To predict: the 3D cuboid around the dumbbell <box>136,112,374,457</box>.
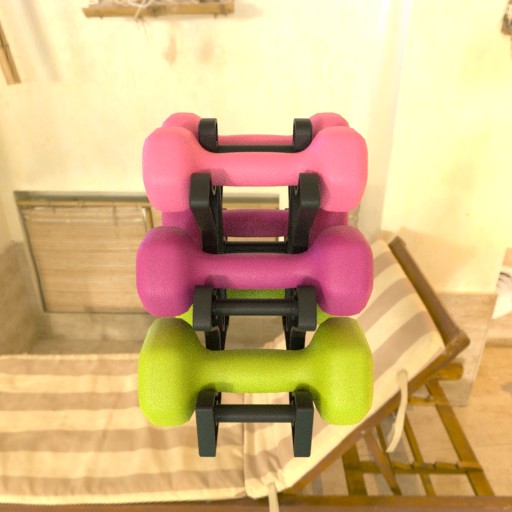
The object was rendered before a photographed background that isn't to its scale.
[{"bbox_3d":[0.000,0.000,0.437,0.203,0.261,0.257,0,26,0],"label":"dumbbell"}]
